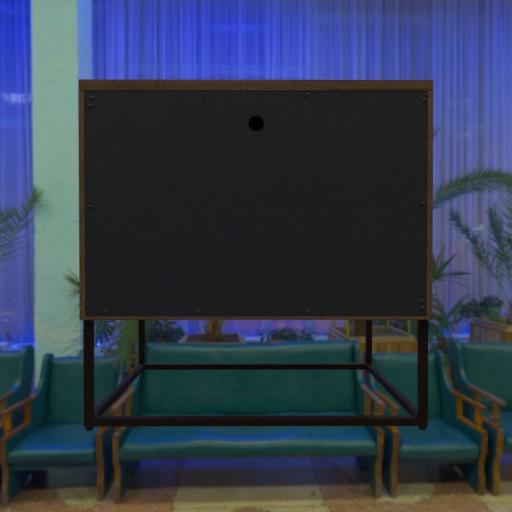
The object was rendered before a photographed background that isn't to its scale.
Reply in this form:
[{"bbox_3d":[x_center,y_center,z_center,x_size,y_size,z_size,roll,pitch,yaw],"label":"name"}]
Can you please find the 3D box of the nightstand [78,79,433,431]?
[{"bbox_3d":[0.000,0.000,0.979,0.610,0.610,0.437,0,1,0],"label":"nightstand"}]
